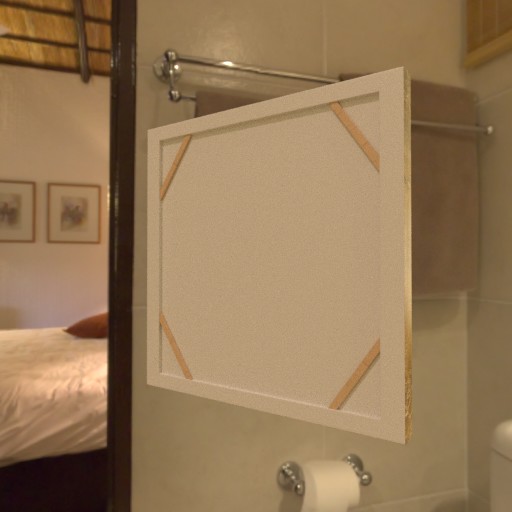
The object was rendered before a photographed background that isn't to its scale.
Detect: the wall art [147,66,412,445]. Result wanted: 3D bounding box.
[{"bbox_3d":[0.000,0.000,0.903,0.610,0.610,0.038,0,-1,35],"label":"wall art"}]
